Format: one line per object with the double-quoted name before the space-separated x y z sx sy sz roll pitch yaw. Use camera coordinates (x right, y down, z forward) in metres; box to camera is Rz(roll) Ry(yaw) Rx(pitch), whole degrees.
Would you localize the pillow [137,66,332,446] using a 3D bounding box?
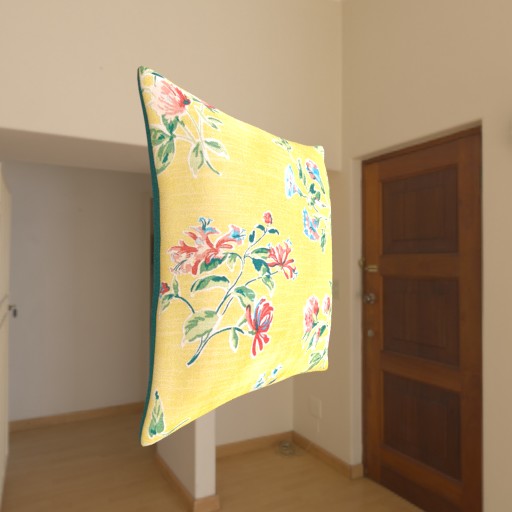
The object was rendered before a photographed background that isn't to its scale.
"pillow" 0.000 0.000 0.798 0.166 0.508 0.525 -1 -1 36
